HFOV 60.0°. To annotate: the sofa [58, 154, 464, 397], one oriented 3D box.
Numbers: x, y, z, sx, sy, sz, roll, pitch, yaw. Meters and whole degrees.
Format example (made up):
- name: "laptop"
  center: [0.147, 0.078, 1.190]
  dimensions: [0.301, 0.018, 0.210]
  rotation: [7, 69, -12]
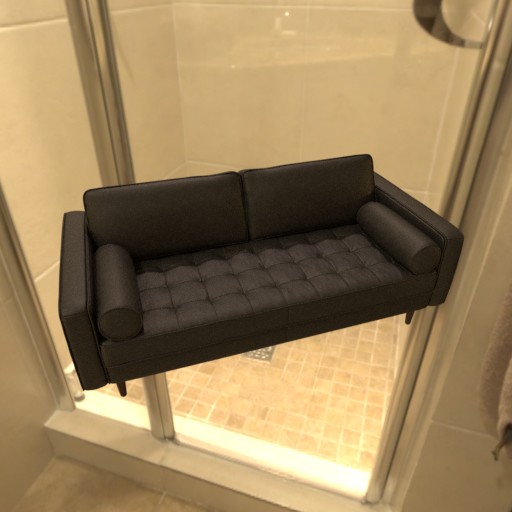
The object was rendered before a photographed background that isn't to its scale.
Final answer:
- name: "sofa"
  center: [0.000, 0.000, 2.335]
  dimensions: [1.879, 0.770, 0.921]
  rotation: [-10, 34, -16]
